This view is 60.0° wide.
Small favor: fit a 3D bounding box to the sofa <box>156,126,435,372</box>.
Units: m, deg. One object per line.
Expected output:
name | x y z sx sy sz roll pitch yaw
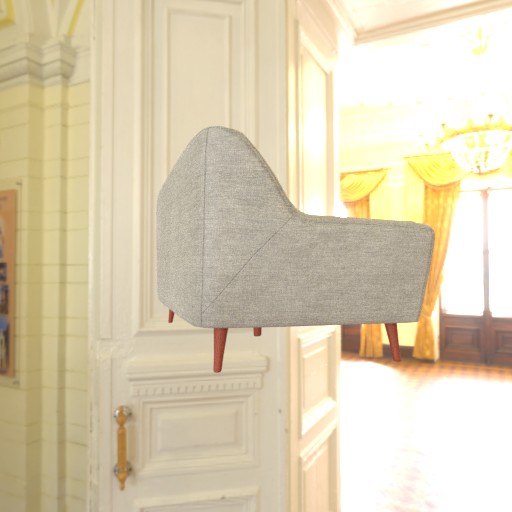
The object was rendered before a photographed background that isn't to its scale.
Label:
sofa | 0.000 0.000 2.484 0.976 0.897 1.930 0 -1 -18
